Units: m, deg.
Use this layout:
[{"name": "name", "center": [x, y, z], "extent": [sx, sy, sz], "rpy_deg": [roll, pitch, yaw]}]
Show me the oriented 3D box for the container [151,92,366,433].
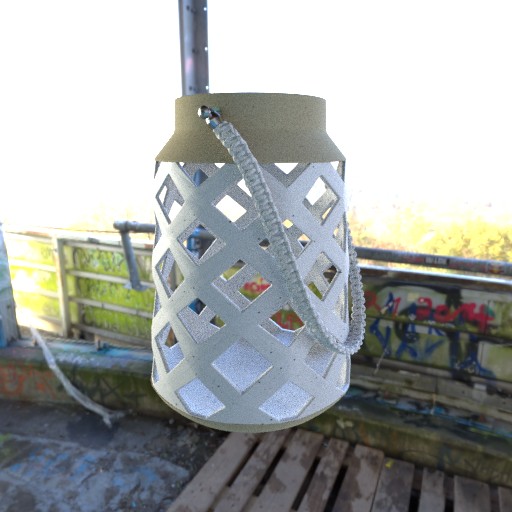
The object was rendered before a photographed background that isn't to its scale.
[{"name": "container", "center": [0.000, 0.000, 0.397], "extent": [0.198, 0.264, 0.188], "rpy_deg": [7, 16, 26]}]
